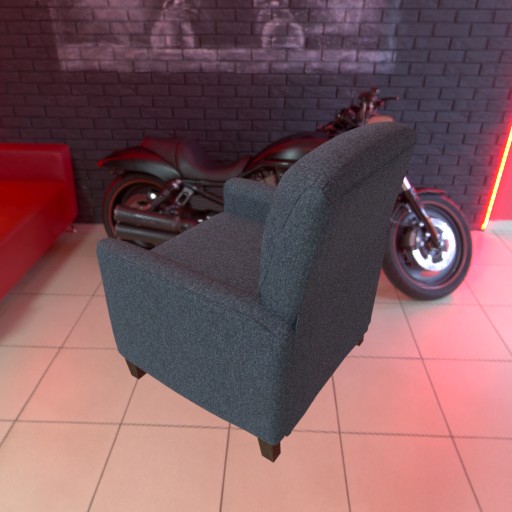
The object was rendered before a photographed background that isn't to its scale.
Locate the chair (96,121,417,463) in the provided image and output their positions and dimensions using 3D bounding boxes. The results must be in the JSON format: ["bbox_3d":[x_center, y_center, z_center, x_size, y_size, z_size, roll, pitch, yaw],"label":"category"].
[{"bbox_3d":[0.000,0.000,1.642,0.850,1.016,0.839,19,35,30],"label":"chair"}]
